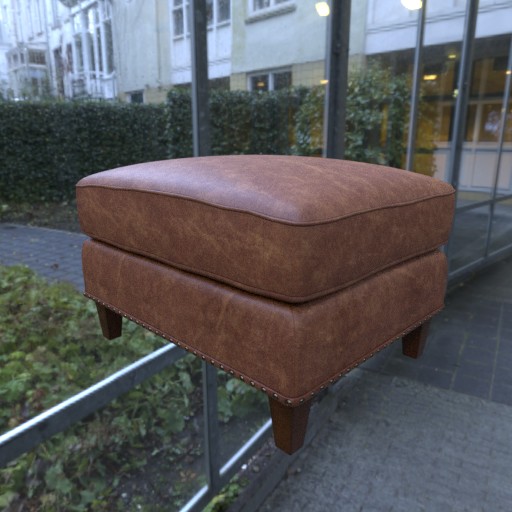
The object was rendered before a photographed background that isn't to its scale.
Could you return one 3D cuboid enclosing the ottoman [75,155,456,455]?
[{"bbox_3d":[0.000,0.000,1.101,0.742,0.486,0.586,14,21,43],"label":"ottoman"}]
